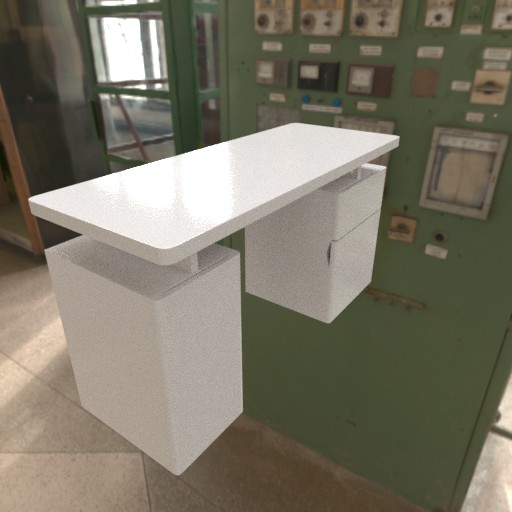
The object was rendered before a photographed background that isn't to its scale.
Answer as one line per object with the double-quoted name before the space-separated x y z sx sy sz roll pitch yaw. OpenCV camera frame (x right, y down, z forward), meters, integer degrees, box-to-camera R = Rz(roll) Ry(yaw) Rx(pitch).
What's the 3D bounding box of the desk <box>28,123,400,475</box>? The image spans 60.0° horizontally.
"desk" 0.000 0.000 1.745 0.550 0.762 1.400 18 32 32
